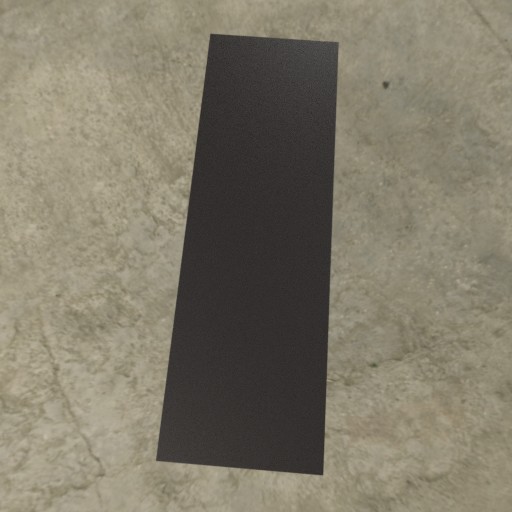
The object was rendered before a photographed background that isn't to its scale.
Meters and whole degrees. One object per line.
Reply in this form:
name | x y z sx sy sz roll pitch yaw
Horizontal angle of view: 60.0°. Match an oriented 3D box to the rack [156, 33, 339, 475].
rack | 0.000 0.000 1.468 0.399 0.635 1.206 4 75 1
